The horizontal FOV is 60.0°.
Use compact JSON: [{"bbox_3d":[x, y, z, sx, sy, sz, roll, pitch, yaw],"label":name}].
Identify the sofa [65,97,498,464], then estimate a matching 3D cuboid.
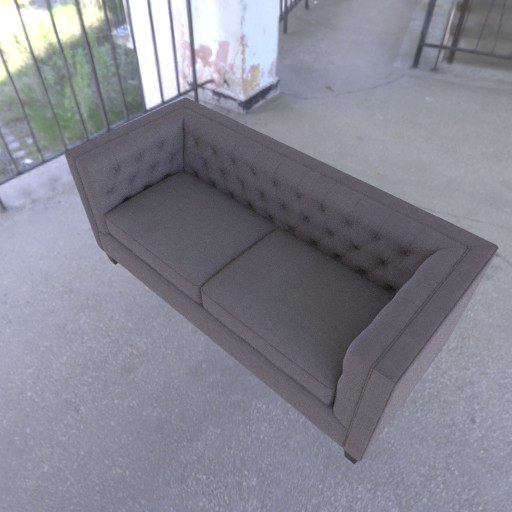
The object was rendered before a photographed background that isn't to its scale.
[{"bbox_3d":[0.000,0.000,2.146,1.778,0.762,0.775,33,54,28],"label":"sofa"}]
